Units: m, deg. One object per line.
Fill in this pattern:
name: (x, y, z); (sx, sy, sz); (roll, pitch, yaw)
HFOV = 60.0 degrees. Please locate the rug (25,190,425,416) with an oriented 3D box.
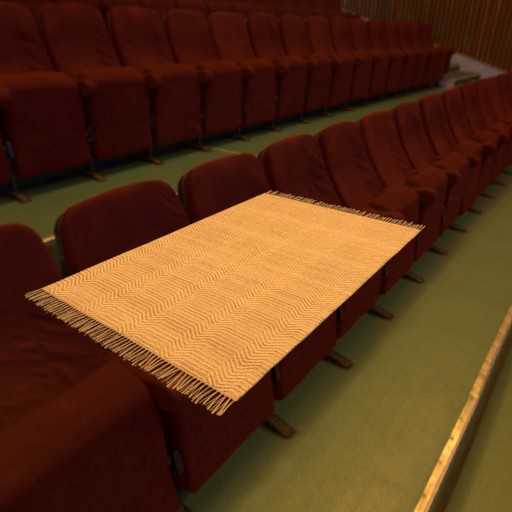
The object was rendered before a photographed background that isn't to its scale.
rug: (0.000, 0.000, 2.465); (1.224, 0.027, 2.021); (19, 32, 33)
